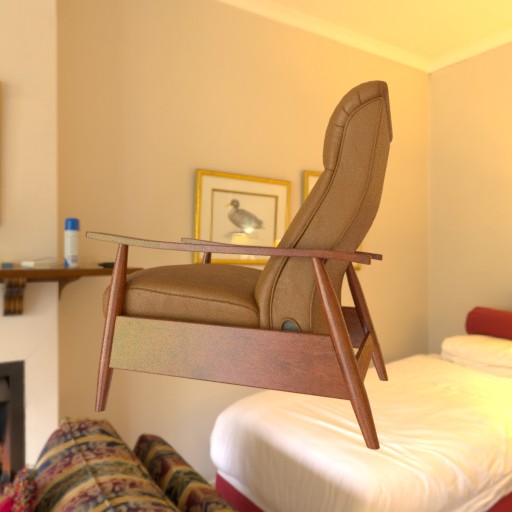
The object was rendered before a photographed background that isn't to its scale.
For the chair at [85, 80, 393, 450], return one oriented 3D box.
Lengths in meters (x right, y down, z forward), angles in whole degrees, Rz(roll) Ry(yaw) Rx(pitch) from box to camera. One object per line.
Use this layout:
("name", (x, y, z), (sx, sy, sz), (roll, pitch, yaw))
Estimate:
("chair", (0.000, 0.000, 1.744), (1.014, 1.082, 0.762), (0, 1, 19))
